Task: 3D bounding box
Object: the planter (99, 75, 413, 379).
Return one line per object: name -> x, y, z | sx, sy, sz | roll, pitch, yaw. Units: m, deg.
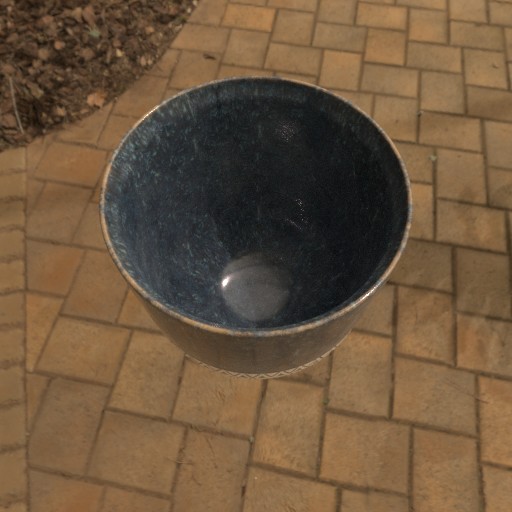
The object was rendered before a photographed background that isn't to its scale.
planter -> 0.000, 0.000, 0.498 | 0.266, 0.270, 0.266 | 0, 63, 0
